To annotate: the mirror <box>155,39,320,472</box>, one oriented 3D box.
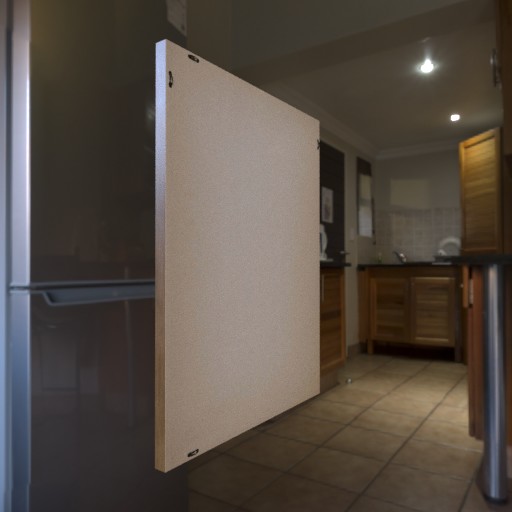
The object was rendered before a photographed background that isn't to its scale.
[{"bbox_3d":[0.000,0.000,1.355,0.040,1.016,0.762,0,-1,36],"label":"mirror"}]
